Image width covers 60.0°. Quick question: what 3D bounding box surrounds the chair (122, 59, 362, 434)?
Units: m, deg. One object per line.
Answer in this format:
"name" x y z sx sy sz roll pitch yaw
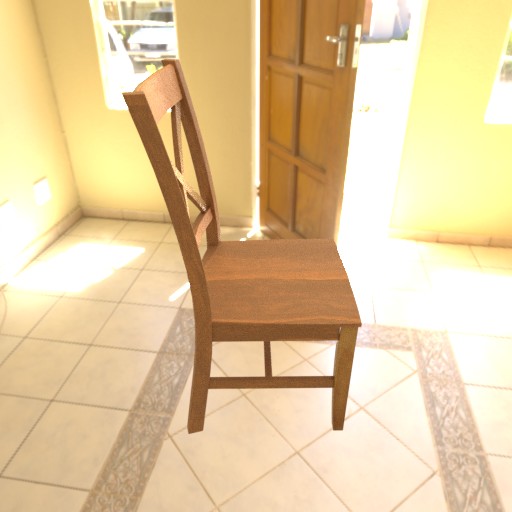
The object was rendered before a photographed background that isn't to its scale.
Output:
"chair" 0.000 0.000 1.272 0.542 0.983 0.485 0 31 -1
